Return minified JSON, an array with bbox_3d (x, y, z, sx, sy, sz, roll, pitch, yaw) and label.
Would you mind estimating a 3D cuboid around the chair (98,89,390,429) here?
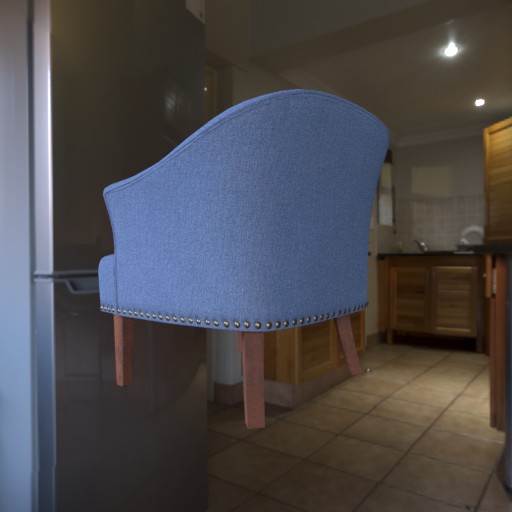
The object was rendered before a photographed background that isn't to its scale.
[{"bbox_3d":[0.000,0.000,1.405,0.704,0.815,0.798,1,1,38],"label":"chair"}]
